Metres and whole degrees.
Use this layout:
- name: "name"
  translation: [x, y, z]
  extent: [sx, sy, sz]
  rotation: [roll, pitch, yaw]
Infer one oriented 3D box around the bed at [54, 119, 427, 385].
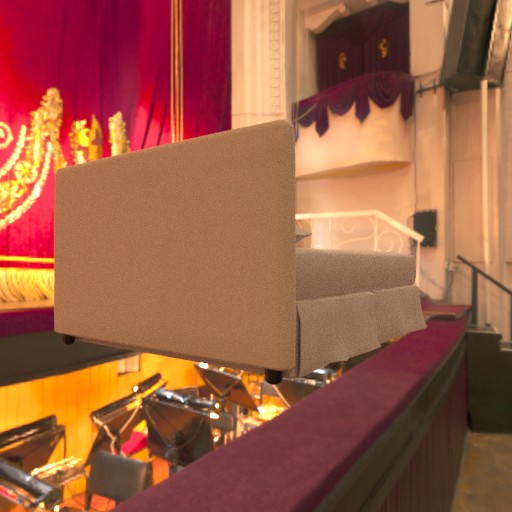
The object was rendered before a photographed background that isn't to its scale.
- name: "bed"
  translation: [0.000, 0.000, 3.638]
  extent: [2.119, 1.317, 2.341]
  rotation: [-1, -1, 36]
